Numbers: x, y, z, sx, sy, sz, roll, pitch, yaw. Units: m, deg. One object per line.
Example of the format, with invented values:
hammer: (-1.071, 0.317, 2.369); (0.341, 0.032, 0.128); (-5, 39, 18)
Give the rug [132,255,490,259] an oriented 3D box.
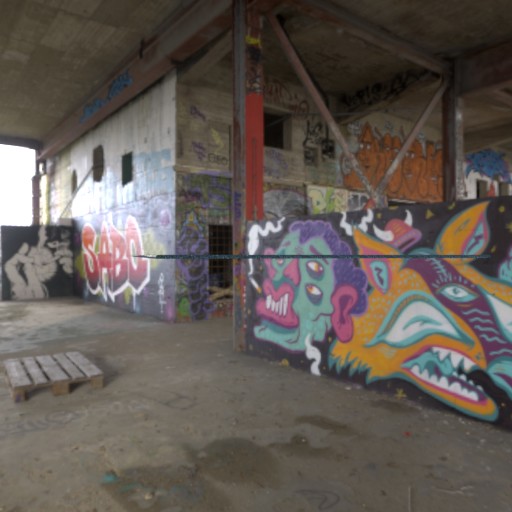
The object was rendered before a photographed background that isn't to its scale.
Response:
rug: (0.000, 0.000, 2.982); (1.530, 0.015, 2.449); (0, 0, -18)
